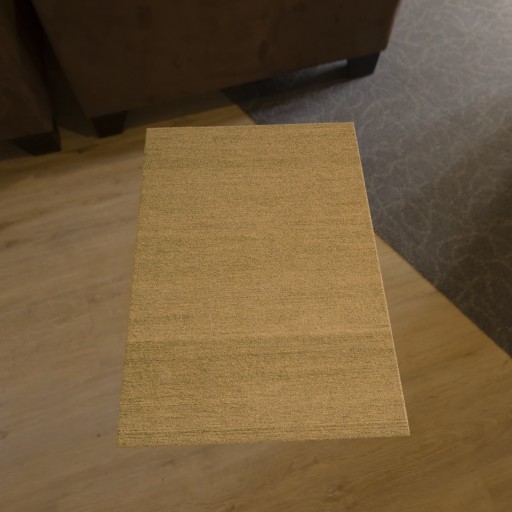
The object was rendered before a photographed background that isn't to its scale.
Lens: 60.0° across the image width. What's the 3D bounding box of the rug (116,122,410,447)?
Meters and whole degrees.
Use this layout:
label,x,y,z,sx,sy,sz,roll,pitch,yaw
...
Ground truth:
label,x,y,z,sx,sy,sz,roll,pitch,yaw
rug,0.000,0.000,5.067,2.782,0.025,3.935,-2,63,-1
